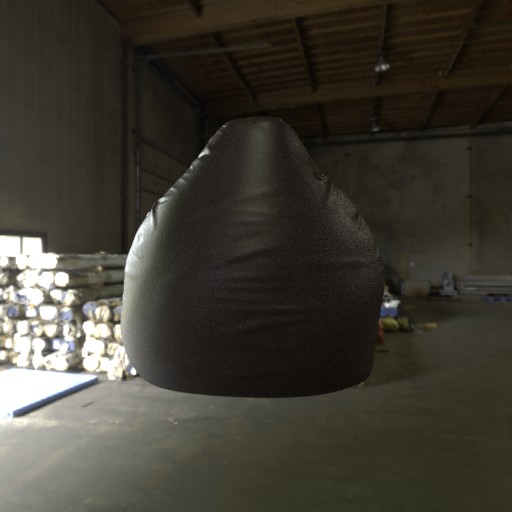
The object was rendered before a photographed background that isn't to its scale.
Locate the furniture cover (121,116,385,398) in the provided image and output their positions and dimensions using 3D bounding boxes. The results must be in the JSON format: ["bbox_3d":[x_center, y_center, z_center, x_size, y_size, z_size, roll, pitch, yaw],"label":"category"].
[{"bbox_3d":[0.000,0.000,1.932,1.070,0.990,1.070,0,0,-1],"label":"furniture cover"}]
